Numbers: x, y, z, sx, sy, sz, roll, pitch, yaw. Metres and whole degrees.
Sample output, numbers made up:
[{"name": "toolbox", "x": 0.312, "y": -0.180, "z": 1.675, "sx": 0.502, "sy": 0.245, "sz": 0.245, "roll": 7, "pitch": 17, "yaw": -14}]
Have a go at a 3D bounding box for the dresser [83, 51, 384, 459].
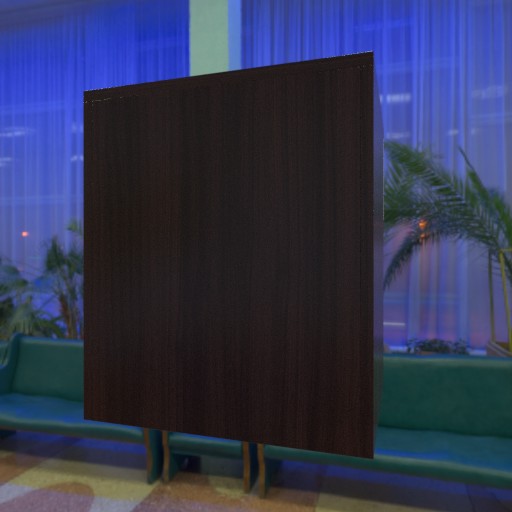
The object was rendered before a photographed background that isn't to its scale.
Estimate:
[{"name": "dresser", "x": 0.000, "y": 0.000, "z": 0.741, "sx": 0.400, "sy": 0.470, "sz": 0.360, "roll": 0, "pitch": 0, "yaw": 18}]
